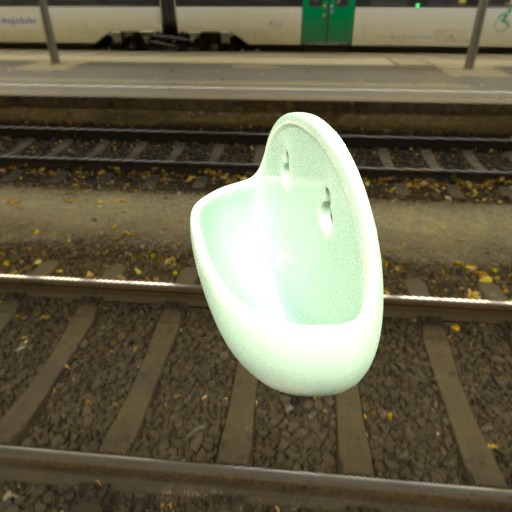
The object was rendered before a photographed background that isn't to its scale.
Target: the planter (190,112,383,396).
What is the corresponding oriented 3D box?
[{"bbox_3d":[0.000,0.000,0.274,0.073,0.164,0.189,-8,32,-14],"label":"planter"}]
